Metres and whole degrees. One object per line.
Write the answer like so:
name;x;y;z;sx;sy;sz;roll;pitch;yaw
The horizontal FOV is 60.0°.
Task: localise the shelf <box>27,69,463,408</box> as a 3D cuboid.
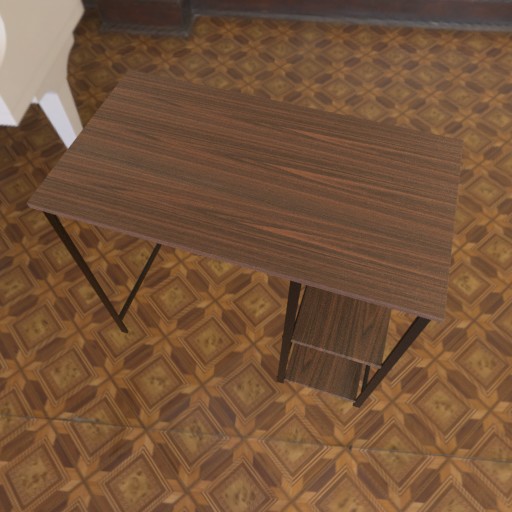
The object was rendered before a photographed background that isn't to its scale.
shelf;0.000;0.000;1.345;0.902;0.750;0.498;15;59;9
